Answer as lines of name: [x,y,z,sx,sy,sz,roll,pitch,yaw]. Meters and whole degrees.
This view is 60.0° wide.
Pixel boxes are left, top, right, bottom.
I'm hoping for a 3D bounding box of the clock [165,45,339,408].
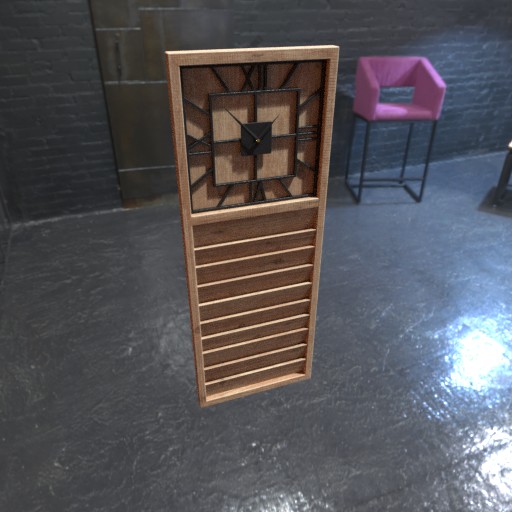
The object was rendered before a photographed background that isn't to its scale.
clock: [0.000,0.000,1.135,0.361,0.965,0.030,-10,32,-17]
